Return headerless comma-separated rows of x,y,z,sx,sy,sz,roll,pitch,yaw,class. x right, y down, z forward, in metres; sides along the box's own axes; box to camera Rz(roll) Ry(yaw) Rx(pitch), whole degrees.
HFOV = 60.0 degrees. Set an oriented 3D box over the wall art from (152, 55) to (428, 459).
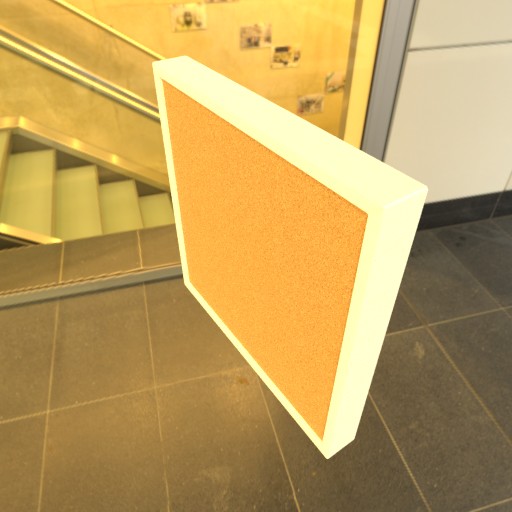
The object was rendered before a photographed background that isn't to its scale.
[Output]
0.000,0.000,0.447,0.038,0.305,0.305,-24,46,-26,wall art
